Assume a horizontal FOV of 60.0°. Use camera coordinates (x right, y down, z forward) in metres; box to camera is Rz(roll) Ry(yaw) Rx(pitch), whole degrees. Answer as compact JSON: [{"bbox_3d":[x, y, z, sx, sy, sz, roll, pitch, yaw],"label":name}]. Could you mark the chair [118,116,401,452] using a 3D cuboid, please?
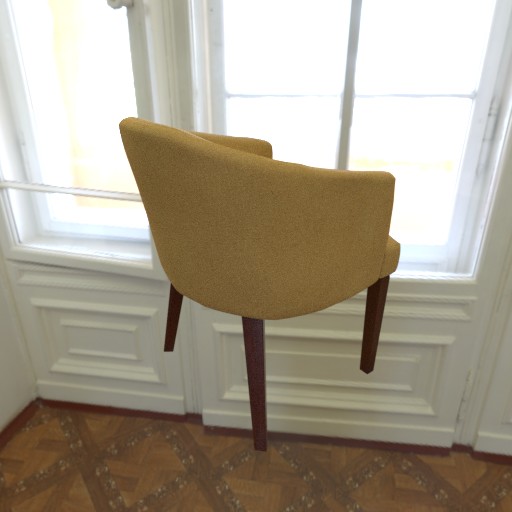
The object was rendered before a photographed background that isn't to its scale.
[{"bbox_3d":[0.000,0.000,1.272,0.655,0.811,0.583,-18,31,-33],"label":"chair"}]
